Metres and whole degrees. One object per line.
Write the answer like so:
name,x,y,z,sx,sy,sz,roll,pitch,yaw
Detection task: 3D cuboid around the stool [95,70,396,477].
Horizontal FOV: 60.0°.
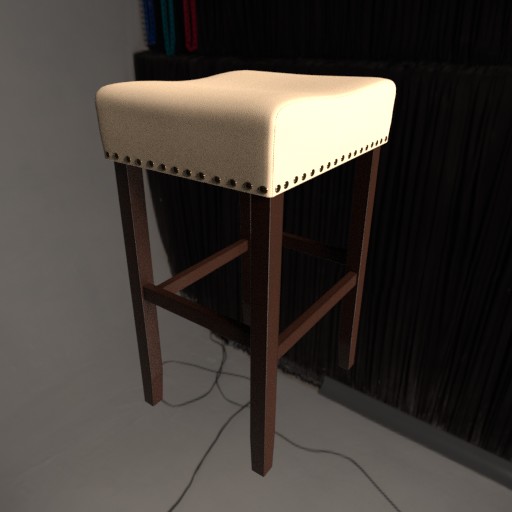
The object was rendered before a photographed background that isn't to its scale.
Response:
stool,0.000,0.000,1.028,0.401,0.762,0.471,18,32,32
